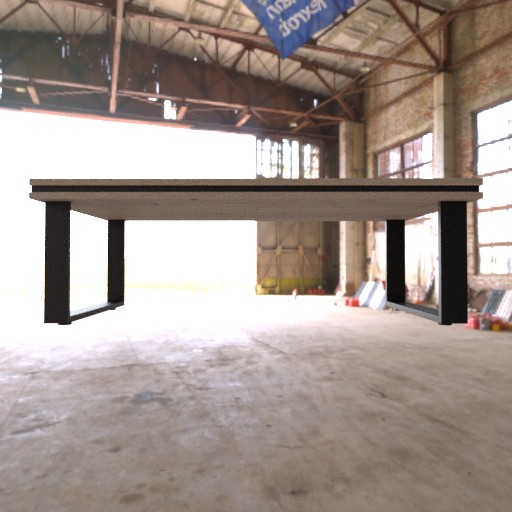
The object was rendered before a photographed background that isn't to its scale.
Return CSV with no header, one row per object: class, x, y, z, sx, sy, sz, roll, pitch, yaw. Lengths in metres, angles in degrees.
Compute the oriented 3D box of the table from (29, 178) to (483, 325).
table,0.000,0.000,1.663,1.350,0.450,0.700,0,-1,0
